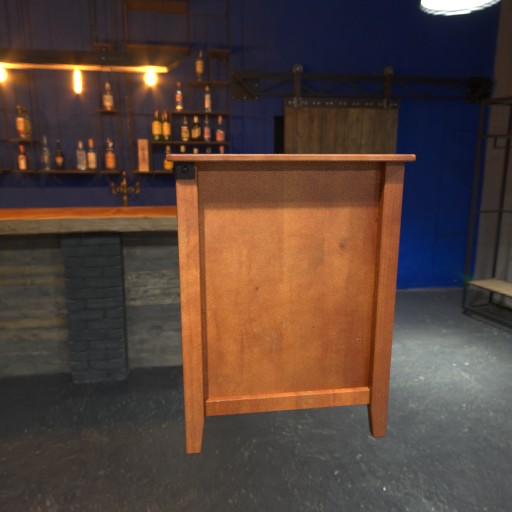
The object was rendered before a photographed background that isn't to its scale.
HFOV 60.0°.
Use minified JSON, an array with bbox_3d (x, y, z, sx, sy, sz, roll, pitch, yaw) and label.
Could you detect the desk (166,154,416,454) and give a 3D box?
[{"bbox_3d":[0.000,0.000,1.721,0.574,0.756,1.353,-2,12,-8],"label":"desk"}]
